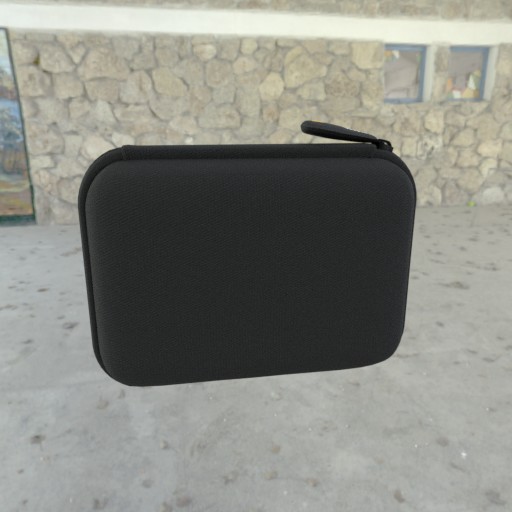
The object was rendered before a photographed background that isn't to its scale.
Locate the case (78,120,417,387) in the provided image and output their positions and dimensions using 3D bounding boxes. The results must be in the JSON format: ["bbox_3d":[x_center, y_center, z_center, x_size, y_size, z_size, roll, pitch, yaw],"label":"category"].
[{"bbox_3d":[0.000,0.000,0.179,0.132,0.105,0.038,-3,15,-9],"label":"case"}]
